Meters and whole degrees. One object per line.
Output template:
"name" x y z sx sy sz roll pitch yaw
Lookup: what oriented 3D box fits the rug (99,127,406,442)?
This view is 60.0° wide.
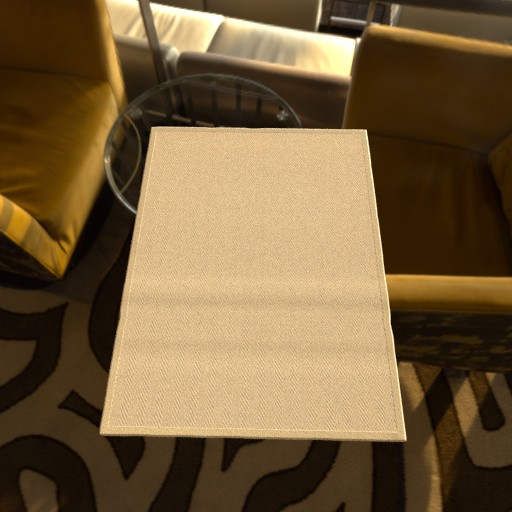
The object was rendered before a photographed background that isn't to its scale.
"rug" 0.000 0.000 4.779 2.734 0.037 3.659 1 62 1
